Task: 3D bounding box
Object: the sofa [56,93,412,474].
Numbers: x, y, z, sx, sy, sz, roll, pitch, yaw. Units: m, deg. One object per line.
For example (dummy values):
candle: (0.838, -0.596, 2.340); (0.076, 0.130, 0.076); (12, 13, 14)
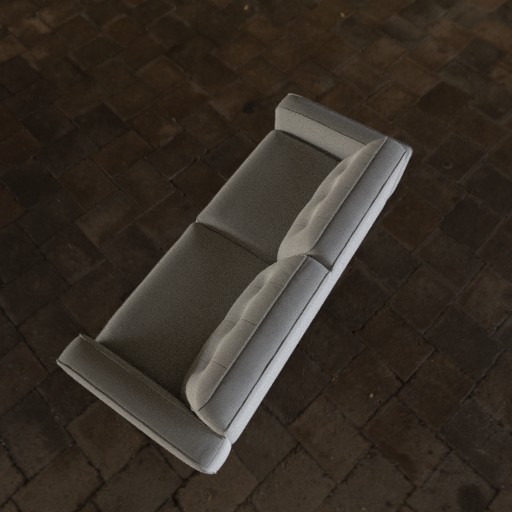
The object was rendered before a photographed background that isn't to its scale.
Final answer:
sofa: (0.000, 0.000, 2.671); (0.956, 0.781, 2.270); (30, 66, 15)
